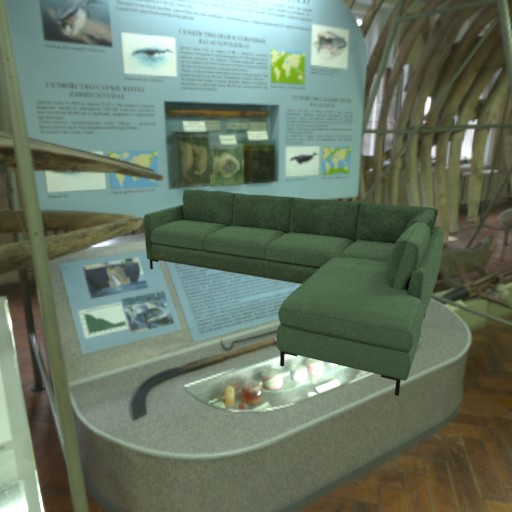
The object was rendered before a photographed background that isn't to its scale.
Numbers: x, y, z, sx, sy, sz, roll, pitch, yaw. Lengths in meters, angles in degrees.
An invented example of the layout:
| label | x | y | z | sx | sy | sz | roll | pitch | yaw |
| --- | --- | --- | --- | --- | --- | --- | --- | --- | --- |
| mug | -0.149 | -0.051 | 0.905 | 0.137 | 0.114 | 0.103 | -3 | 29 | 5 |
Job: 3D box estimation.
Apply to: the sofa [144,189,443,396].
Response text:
| label | x | y | z | sx | sy | sz | roll | pitch | yaw |
| --- | --- | --- | --- | --- | --- | --- | --- | --- | --- |
| sofa | 0.000 | 0.000 | 3.310 | 2.486 | 0.687 | 1.707 | 8 | 18 | 26 |
